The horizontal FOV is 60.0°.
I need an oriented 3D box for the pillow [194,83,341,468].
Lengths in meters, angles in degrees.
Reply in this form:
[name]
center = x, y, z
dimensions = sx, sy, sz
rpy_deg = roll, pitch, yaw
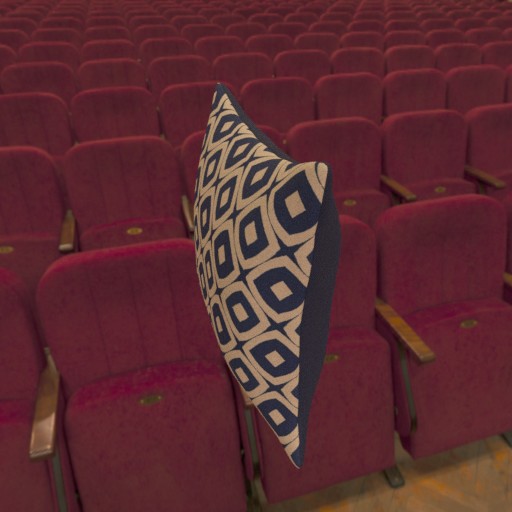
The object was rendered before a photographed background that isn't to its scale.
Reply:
[pillow]
center = 0.000, 0.000, 0.770
dimensions = 0.188, 0.494, 0.504
rpy_deg = -9, 32, -14
